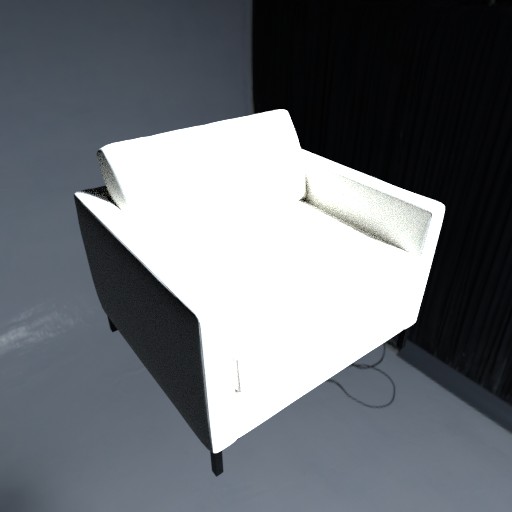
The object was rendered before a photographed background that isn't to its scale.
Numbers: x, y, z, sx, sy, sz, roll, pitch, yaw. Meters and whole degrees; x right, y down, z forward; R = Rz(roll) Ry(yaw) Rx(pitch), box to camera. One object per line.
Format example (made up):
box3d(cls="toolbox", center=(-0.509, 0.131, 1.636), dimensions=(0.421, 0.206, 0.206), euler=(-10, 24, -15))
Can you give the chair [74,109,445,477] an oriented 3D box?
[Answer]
box3d(cls="chair", center=(0.000, 0.000, 1.588), dimensions=(0.964, 0.806, 0.875), euler=(-22, 39, -31))
